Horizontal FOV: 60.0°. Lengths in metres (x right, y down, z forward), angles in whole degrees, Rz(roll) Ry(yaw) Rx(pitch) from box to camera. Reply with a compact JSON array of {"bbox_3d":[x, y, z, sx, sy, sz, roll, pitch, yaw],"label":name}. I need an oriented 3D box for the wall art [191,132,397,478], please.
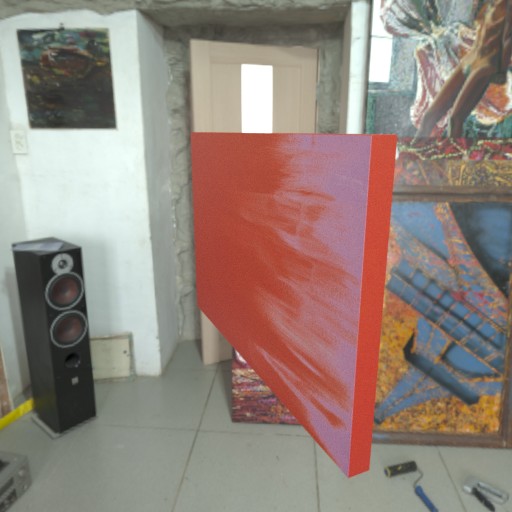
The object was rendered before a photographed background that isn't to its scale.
[{"bbox_3d":[0.000,0.000,0.757,0.033,0.405,0.607,-7,17,-24],"label":"wall art"}]
